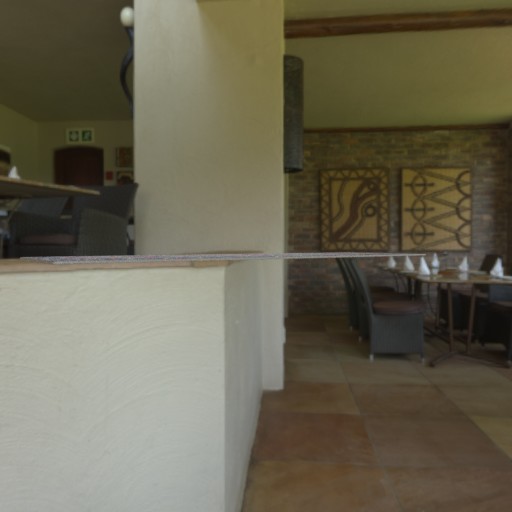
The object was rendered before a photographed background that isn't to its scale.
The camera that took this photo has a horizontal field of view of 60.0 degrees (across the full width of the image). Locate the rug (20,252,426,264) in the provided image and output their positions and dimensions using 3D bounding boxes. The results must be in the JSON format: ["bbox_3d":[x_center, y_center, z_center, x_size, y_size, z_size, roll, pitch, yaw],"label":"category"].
[{"bbox_3d":[0.000,0.000,2.005,1.827,0.012,0.553,-1,2,-37],"label":"rug"}]
